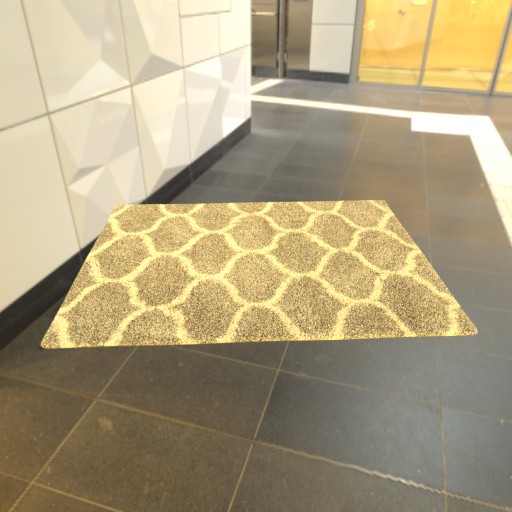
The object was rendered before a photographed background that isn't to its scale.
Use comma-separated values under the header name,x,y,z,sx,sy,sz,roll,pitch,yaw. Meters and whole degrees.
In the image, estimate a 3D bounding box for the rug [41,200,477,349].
name,x,y,z,sx,sy,sz,roll,pitch,yaw
rug,0.000,0.000,2.121,1.600,0.025,1.200,-1,31,-2
